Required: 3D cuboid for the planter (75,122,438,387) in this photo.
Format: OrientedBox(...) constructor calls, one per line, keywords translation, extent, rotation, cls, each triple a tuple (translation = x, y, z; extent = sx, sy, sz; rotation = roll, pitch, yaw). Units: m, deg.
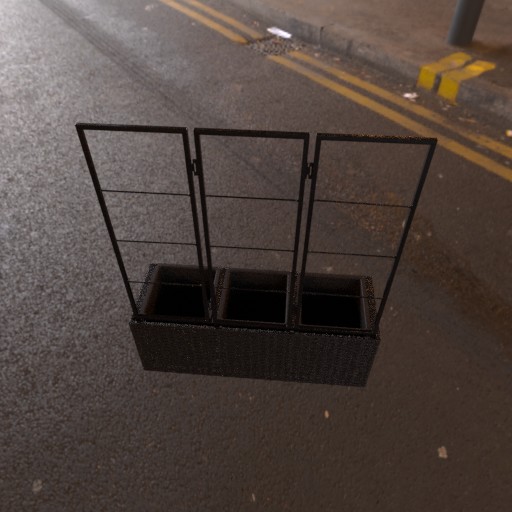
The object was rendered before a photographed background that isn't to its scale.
OrientedBox(translation=(0.000, 0.000, 1.180), extent=(0.698, 0.841, 0.244), rotation=(3, 44, 4), cls="planter")
